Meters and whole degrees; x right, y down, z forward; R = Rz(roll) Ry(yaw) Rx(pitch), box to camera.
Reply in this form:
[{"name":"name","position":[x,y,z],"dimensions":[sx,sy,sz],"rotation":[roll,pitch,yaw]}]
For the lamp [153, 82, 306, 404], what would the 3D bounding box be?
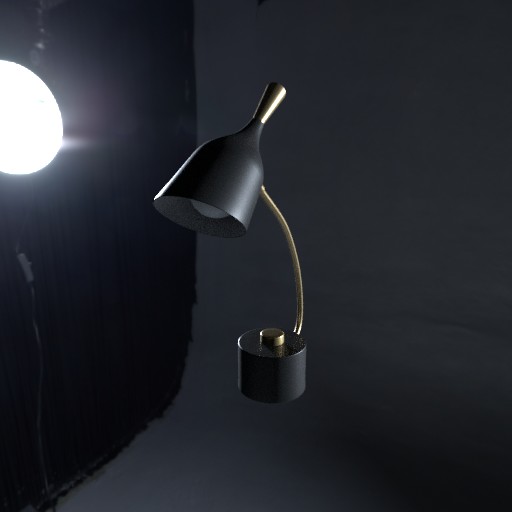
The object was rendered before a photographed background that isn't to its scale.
[{"name":"lamp","position":[0.000,0.000,0.619],"dimensions":[0.110,0.464,0.352],"rotation":[8,17,27]}]
